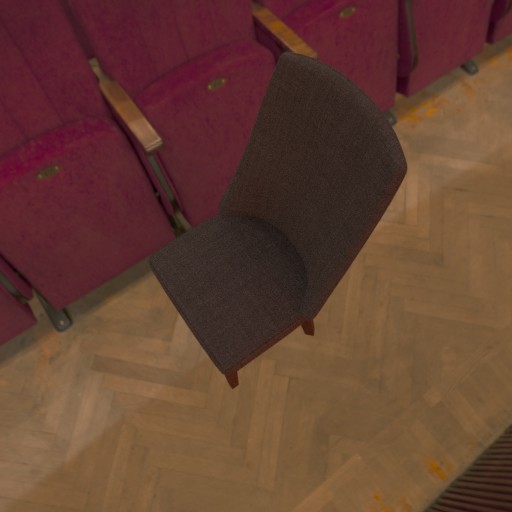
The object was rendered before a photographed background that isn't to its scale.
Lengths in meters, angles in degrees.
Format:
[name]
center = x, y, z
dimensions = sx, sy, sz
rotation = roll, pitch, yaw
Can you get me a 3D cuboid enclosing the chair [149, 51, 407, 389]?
[chair]
center = 0.000, 0.000, 1.385
dimensions = 0.577, 1.050, 0.510
rotation = -33, 69, -14
